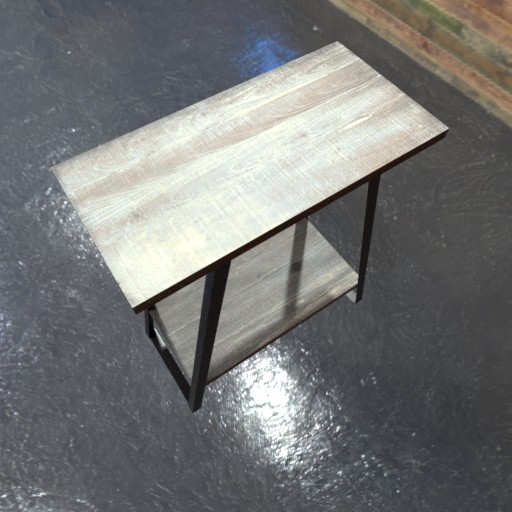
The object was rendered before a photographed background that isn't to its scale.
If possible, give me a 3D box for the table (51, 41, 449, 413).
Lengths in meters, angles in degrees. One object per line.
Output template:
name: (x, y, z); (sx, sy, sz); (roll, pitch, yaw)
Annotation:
table: (0.000, 0.000, 1.037); (0.599, 0.701, 0.300); (-30, 63, -17)
